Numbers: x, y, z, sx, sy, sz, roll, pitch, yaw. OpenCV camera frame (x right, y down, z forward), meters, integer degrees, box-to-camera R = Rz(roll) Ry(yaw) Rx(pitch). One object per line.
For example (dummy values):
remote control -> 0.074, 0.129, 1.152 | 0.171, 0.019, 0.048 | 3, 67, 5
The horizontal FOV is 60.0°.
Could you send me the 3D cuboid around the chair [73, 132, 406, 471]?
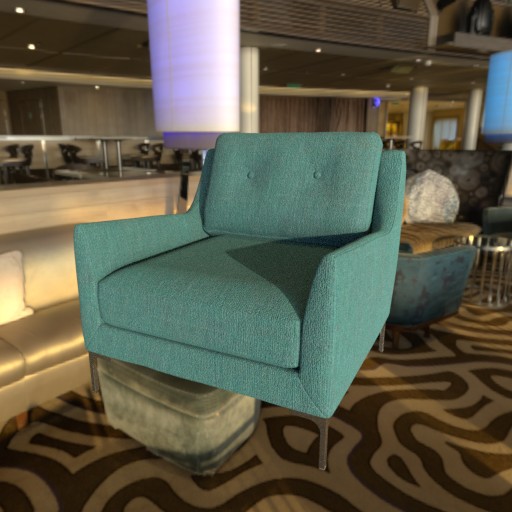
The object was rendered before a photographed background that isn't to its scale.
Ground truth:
chair -> 0.000, 0.000, 1.525 | 0.847, 0.828, 0.849 | 7, 17, 26
